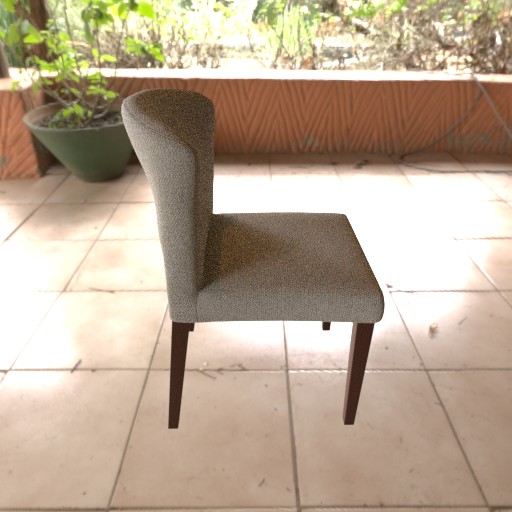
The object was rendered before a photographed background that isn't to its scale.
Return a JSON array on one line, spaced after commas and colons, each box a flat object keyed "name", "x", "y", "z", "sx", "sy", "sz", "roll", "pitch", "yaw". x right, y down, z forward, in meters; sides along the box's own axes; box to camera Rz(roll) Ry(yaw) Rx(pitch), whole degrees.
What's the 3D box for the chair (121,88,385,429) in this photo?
[{"name": "chair", "x": 0.000, "y": 0.000, "z": 1.205, "sx": 0.589, "sy": 0.839, "sz": 0.491, "roll": -1, "pitch": 30, "yaw": -1}]
